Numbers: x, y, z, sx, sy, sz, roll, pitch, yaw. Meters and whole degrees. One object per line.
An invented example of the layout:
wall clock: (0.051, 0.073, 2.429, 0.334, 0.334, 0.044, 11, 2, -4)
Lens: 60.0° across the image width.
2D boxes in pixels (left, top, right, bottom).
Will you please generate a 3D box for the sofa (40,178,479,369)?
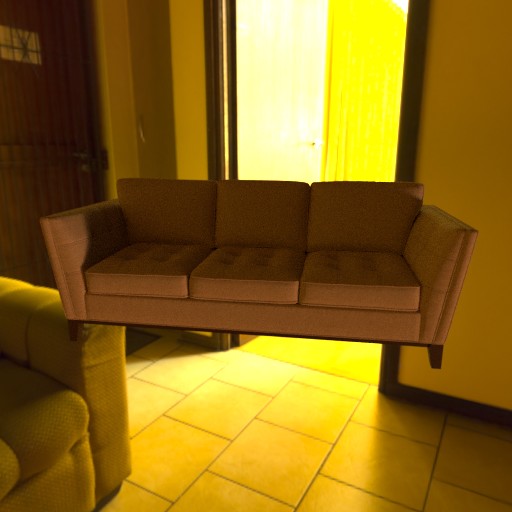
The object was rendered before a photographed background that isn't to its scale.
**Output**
sofa: (0.000, 0.000, 2.896, 2.388, 0.940, 0.965, 2, 15, 9)
